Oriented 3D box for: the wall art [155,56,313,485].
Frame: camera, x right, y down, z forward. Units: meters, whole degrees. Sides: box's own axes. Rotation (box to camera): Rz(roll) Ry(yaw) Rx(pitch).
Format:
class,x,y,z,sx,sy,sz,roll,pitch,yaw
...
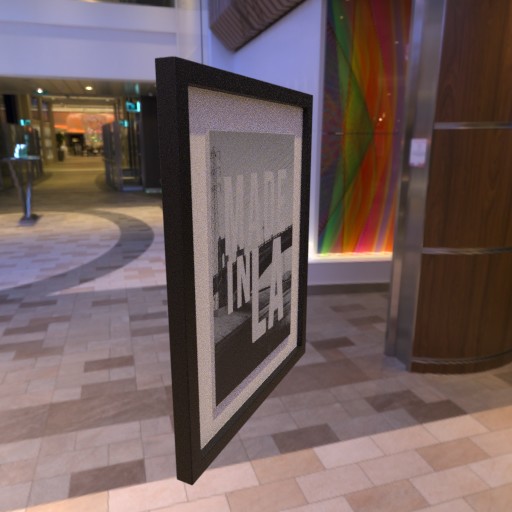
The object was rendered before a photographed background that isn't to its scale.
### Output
class,x,y,z,sx,sy,sz,roll,pitch,yaw
wall art,0.000,0.000,0.757,0.028,0.559,0.457,7,16,25
